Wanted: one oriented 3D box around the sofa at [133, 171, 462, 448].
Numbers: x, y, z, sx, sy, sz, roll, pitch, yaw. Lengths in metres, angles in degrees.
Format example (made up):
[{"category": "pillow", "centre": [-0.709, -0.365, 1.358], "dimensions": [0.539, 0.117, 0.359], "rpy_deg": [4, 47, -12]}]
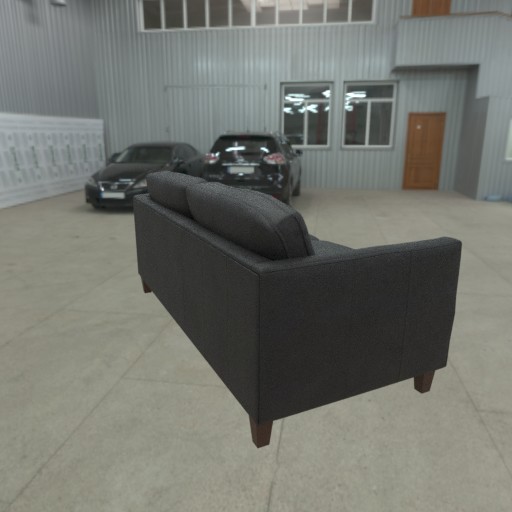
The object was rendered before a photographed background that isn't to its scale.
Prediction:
[{"category": "sofa", "centre": [0.000, 0.000, 2.441], "dimensions": [0.933, 0.863, 1.971], "rpy_deg": [-7, 17, -25]}]
